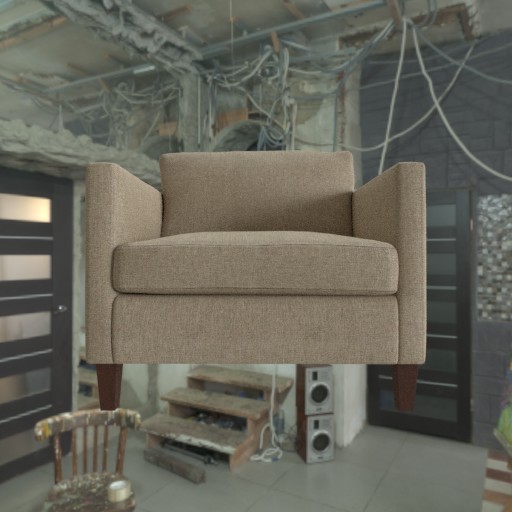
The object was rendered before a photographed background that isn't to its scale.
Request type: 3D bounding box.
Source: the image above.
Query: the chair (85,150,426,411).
[{"bbox_3d":[0.000,0.000,1.833,1.107,0.987,0.959,0,0,0],"label":"chair"}]
